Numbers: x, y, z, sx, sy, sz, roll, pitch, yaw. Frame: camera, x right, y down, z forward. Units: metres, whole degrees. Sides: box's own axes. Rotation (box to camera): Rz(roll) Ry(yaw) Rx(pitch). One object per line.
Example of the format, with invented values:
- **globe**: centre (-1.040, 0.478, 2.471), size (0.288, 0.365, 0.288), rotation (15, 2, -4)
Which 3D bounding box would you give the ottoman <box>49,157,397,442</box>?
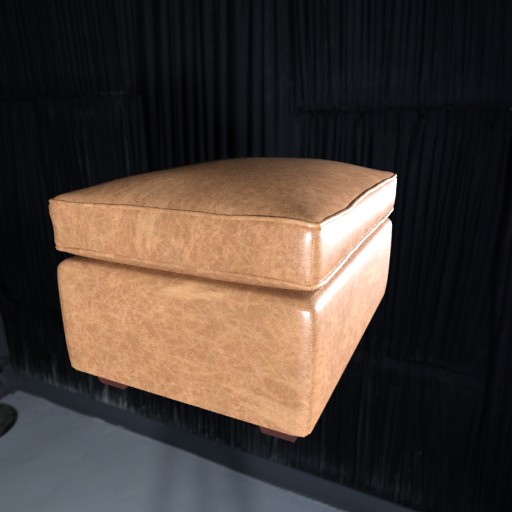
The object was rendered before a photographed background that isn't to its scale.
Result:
- **ottoman**: centre (0.000, 0.000, 1.098), size (0.554, 0.468, 0.756), rotation (8, 18, 24)
